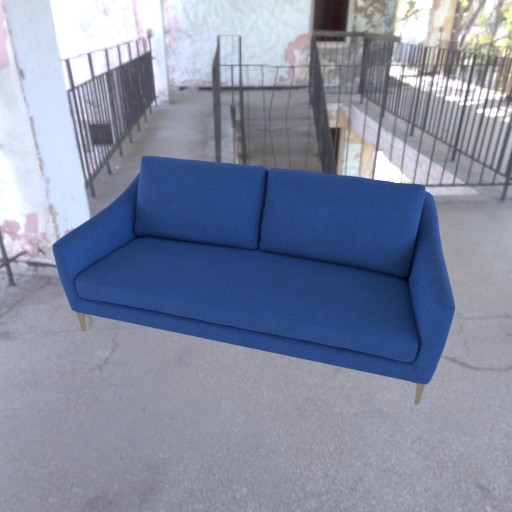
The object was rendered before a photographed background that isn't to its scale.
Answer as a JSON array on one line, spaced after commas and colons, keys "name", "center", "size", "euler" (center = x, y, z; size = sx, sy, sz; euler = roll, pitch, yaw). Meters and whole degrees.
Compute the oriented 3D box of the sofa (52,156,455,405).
[{"name": "sofa", "center": [0.000, 0.000, 2.565], "size": [2.036, 0.903, 0.960], "euler": [9, 29, 15]}]
